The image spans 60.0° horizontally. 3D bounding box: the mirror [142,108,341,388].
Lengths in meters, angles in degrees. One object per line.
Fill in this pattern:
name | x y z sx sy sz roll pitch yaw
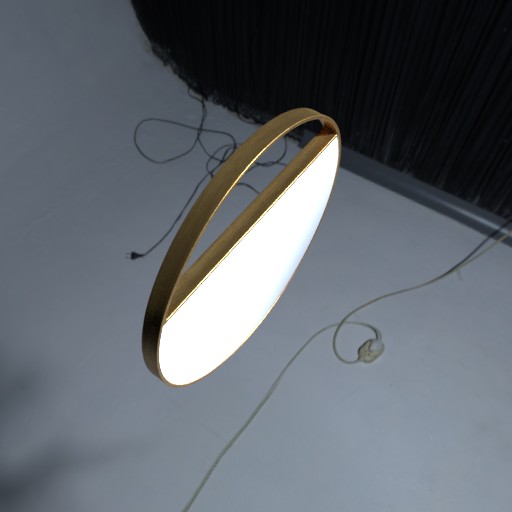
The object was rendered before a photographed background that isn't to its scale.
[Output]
mirror | 0.000 0.000 0.848 0.032 0.565 0.565 31 62 19
